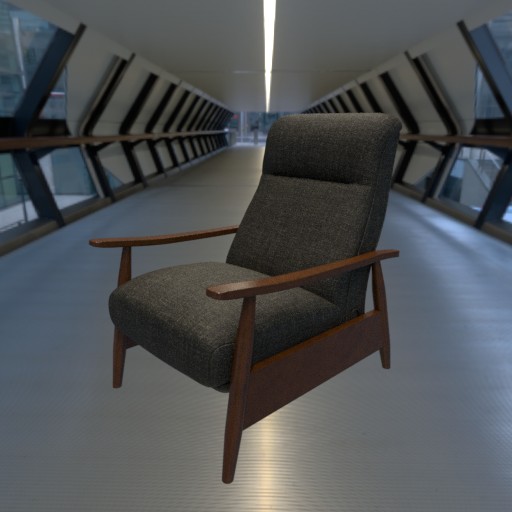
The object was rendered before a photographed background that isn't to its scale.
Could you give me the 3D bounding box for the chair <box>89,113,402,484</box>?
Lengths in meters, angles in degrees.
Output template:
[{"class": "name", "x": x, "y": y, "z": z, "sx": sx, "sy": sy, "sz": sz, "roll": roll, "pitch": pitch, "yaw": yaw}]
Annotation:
[{"class": "chair", "x": 0.000, "y": 0.000, "z": 1.749, "sx": 1.014, "sy": 1.082, "sz": 0.762, "roll": -16, "pitch": 23, "yaw": -42}]
